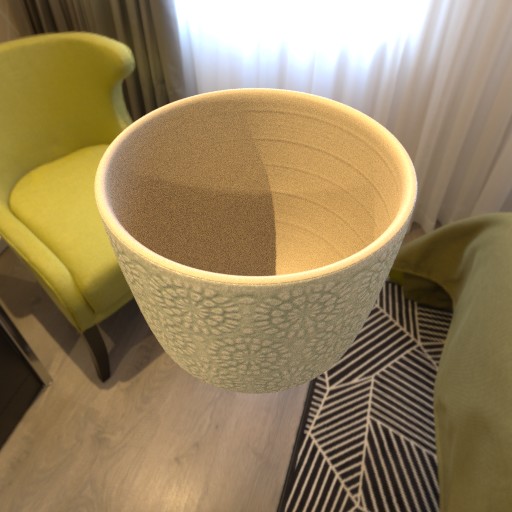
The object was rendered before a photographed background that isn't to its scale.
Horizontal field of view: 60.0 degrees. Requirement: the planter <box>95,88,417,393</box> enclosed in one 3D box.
[{"bbox_3d":[0.000,0.000,0.214,0.124,0.109,0.124,0,47,0],"label":"planter"}]
